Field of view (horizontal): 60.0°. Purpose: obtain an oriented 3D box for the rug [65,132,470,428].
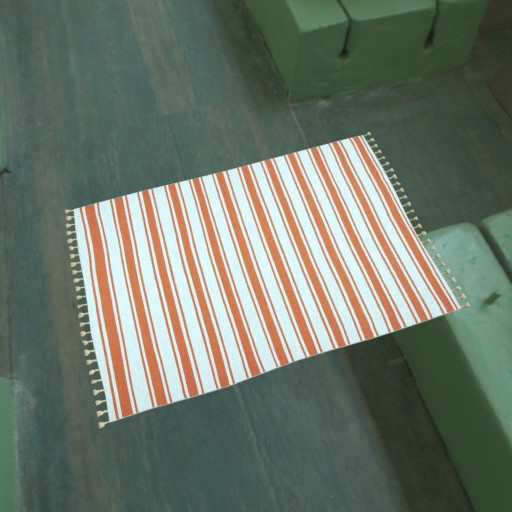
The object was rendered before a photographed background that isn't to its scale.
[{"bbox_3d":[0.000,0.000,3.033,2.433,0.022,1.556,-16,64,-8],"label":"rug"}]
